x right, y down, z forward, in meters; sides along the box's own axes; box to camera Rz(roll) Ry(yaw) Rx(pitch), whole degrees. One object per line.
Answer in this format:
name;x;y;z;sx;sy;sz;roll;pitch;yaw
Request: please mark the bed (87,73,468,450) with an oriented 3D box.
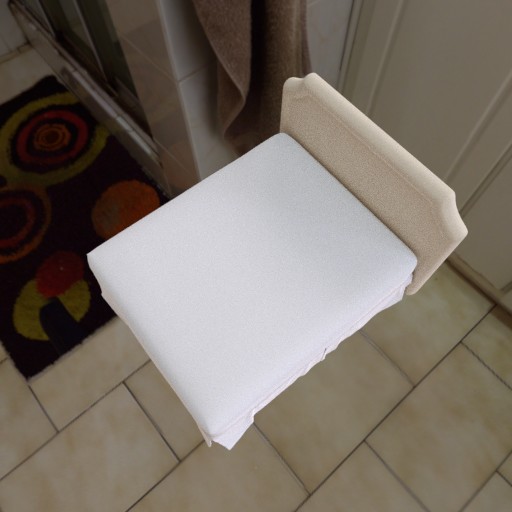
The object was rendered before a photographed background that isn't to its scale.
bed;0.000;0.000;3.336;2.209;1.296;1.827;-36;69;-16
